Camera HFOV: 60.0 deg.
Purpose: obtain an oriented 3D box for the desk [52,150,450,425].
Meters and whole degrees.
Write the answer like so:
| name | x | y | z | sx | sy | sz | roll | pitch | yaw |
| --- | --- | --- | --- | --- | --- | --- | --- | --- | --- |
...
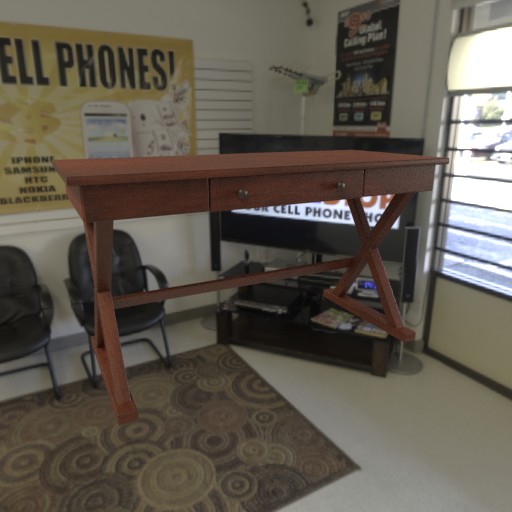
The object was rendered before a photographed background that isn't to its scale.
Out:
| name | x | y | z | sx | sy | sz | roll | pitch | yaw |
| --- | --- | --- | --- | --- | --- | --- | --- | --- | --- |
| desk | 0.000 | 0.000 | 1.773 | 1.372 | 0.761 | 0.600 | -8 | 19 | -26 |
